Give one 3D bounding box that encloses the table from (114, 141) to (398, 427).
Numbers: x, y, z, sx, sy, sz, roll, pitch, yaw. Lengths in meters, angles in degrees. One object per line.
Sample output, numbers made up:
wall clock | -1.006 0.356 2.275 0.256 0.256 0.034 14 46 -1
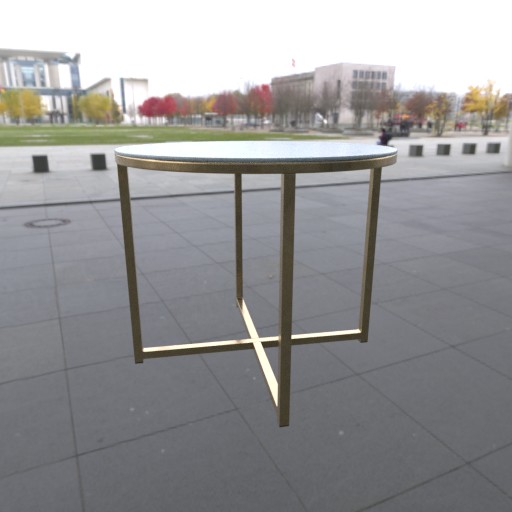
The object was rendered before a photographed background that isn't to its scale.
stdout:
table | 0.000 0.000 0.878 0.500 0.420 0.500 0 17 0
